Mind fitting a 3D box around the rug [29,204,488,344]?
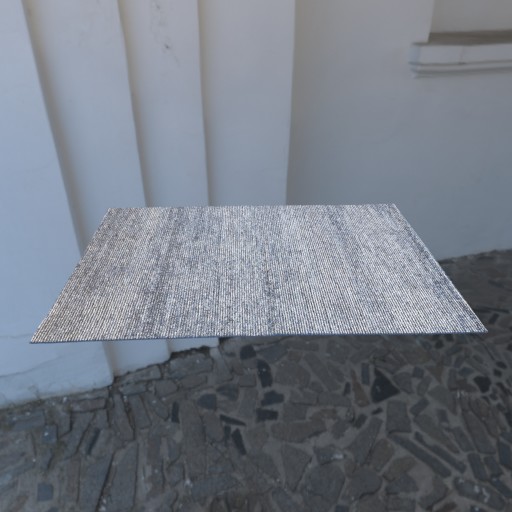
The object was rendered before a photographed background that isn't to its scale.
[{"bbox_3d":[0.000,0.000,2.941,2.349,0.030,1.624,-1,30,-2],"label":"rug"}]
